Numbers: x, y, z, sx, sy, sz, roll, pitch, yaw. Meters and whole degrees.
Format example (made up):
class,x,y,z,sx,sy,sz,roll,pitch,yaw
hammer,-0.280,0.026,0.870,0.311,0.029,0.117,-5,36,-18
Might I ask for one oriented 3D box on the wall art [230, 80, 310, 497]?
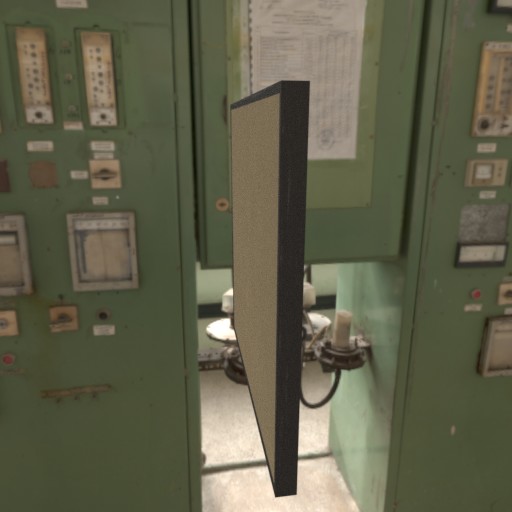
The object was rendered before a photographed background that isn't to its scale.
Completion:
class,x,y,z,sx,sy,sz,roll,pitch,yaw
wall art,0.000,0.000,1.121,0.043,0.758,0.762,-2,16,-9
